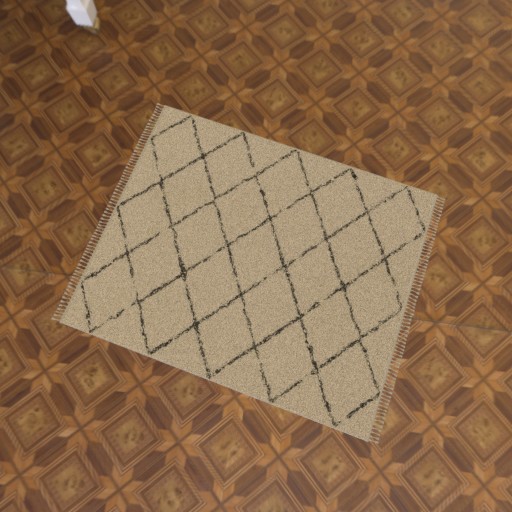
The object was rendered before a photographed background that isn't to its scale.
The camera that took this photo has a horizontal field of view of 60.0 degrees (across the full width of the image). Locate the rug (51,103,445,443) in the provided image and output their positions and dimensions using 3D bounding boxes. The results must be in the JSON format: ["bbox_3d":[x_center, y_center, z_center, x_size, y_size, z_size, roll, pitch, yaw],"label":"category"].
[{"bbox_3d":[0.000,0.000,4.142,3.051,0.013,2.380,20,76,5],"label":"rug"}]
